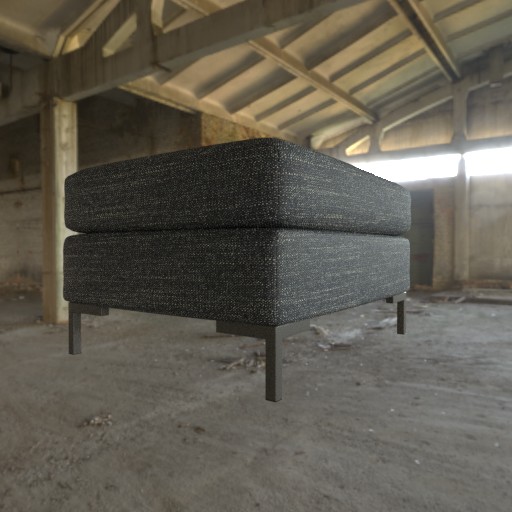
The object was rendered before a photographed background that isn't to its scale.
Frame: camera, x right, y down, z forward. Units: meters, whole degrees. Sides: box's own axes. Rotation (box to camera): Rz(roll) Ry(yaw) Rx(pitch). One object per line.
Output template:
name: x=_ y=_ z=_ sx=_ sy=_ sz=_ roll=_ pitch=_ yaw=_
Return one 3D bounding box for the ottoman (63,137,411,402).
ottoman: x=0.000 y=0.000 z=1.250 sx=0.667 sy=0.491 sz=0.814 roll=1 pitch=1 yaw=35
